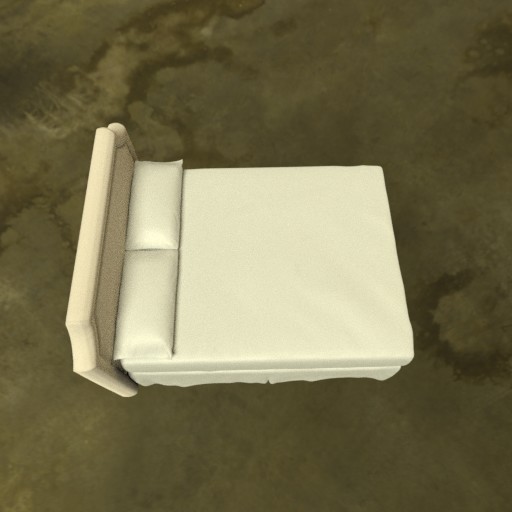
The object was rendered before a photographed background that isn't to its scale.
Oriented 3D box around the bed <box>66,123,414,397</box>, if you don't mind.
[{"bbox_3d":[0.000,0.000,3.309,2.164,1.297,1.828,-1,65,-1],"label":"bed"}]
